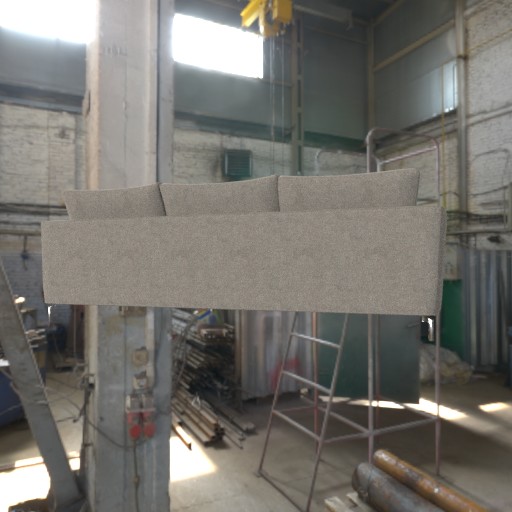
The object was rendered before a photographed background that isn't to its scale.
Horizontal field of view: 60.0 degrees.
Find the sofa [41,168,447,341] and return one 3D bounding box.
[{"bbox_3d":[0.000,0.000,3.200,2.438,0.864,1.626,0,-1,18],"label":"sofa"}]
